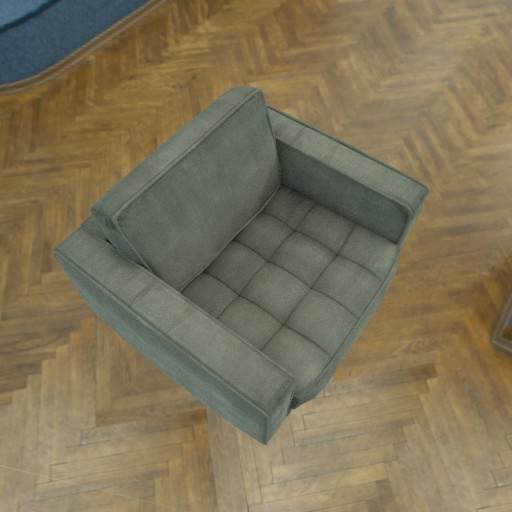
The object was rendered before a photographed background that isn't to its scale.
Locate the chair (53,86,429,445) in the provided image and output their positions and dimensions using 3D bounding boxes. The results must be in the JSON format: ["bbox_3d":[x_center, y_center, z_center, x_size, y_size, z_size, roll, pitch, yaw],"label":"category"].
[{"bbox_3d":[0.000,0.000,1.500,0.843,0.773,0.928,33,64,18],"label":"chair"}]
